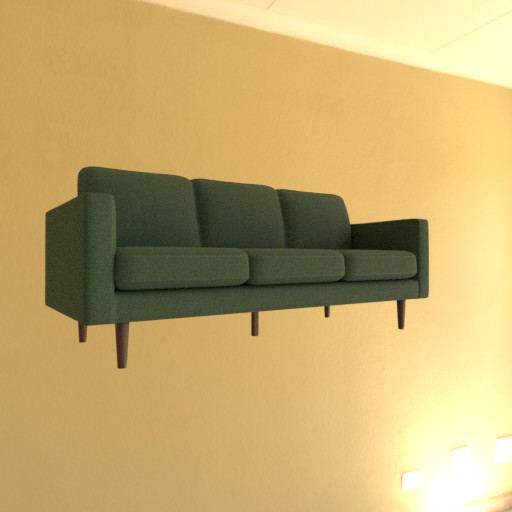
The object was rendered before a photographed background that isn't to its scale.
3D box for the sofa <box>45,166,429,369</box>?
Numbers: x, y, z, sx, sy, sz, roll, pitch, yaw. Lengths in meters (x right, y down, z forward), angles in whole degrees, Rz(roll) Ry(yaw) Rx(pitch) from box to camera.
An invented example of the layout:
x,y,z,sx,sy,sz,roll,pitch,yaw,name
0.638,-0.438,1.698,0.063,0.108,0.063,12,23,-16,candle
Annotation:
x,y,z,sx,sy,sz,roll,pitch,yaw,name
0.000,0.000,2.487,2.029,0.899,0.879,0,0,-34,sofa
